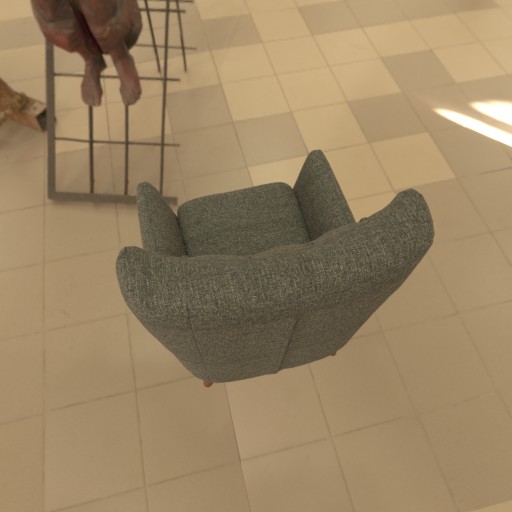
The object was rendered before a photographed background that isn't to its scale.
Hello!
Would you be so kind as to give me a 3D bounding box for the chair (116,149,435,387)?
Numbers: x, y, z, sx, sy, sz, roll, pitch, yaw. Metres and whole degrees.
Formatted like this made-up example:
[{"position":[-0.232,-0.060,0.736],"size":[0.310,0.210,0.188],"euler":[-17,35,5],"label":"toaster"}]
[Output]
[{"position":[0.000,0.000,1.746],"size":[0.878,1.063,0.904],"euler":[-12,59,-7],"label":"chair"}]
